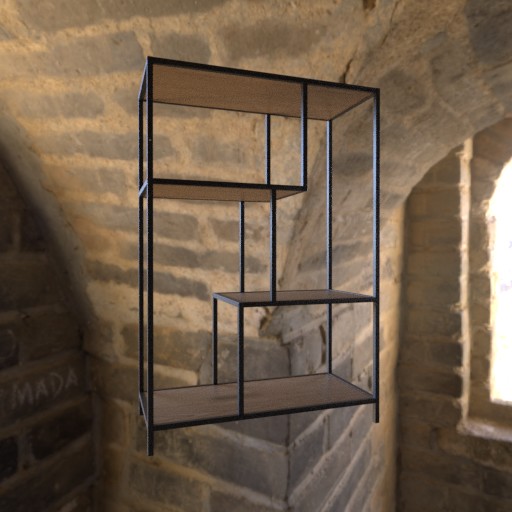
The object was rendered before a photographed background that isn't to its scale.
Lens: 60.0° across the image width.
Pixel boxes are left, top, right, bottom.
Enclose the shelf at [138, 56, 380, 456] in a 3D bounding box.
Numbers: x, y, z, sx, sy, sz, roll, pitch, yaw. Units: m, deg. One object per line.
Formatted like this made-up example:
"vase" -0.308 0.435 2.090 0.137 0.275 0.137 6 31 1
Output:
"shelf" 0.000 0.000 1.549 0.770 1.138 0.350 0 0 -19
